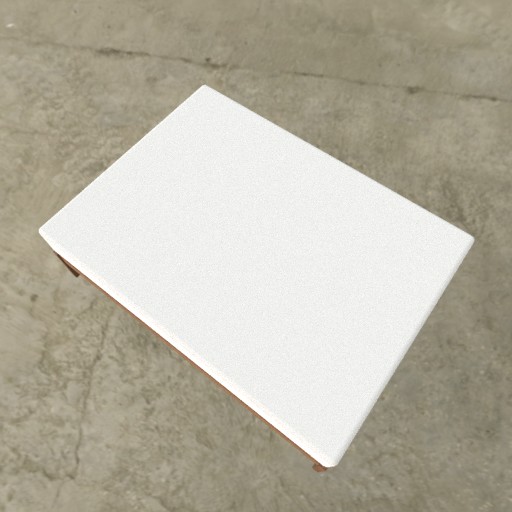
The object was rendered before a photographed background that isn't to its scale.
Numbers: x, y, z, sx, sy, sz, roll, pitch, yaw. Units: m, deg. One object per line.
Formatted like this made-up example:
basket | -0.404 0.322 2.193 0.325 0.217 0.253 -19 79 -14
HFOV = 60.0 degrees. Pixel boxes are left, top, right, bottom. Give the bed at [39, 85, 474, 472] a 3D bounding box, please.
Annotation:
bed | 0.000 0.000 2.806 2.050 0.593 1.529 34 68 16
